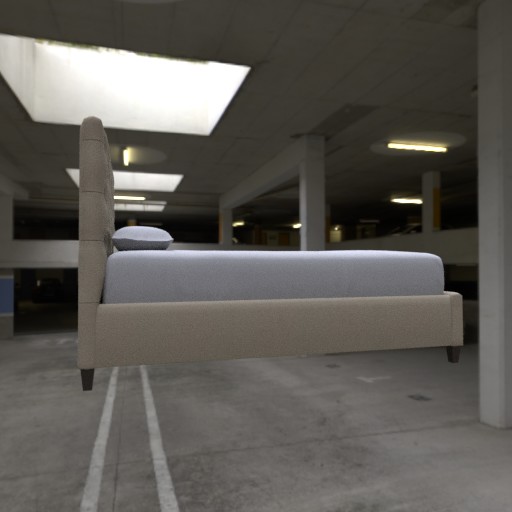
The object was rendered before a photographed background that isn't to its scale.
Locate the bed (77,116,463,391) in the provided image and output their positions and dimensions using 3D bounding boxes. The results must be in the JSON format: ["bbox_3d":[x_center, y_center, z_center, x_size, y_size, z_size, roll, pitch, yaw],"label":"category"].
[{"bbox_3d":[0.000,0.000,3.404,2.387,1.427,1.698,0,-1,-16],"label":"bed"}]
